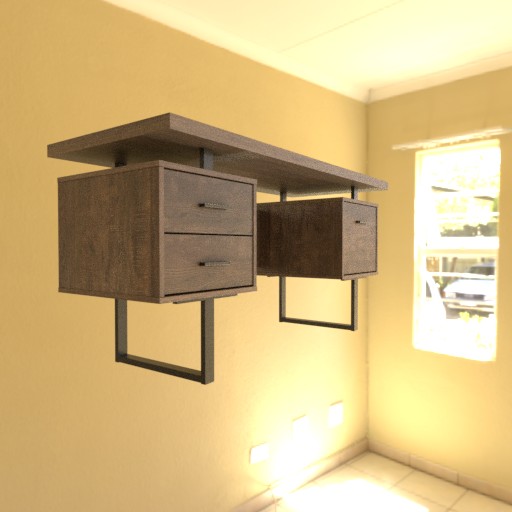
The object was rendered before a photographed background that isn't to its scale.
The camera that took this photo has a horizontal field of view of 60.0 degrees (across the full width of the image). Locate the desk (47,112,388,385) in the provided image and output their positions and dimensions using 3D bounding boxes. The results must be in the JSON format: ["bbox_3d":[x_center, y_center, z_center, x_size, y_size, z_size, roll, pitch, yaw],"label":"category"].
[{"bbox_3d":[0.000,0.000,1.917,0.600,0.760,1.524,1,2,37],"label":"desk"}]
